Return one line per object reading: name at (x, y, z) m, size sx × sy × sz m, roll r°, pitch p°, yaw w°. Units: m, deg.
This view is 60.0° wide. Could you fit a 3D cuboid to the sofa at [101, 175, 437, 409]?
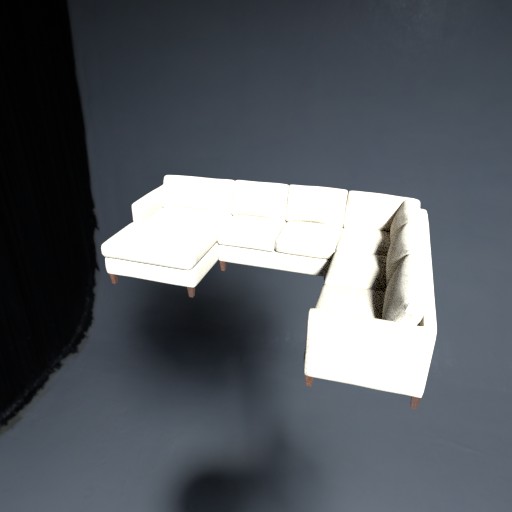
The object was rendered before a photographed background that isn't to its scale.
sofa at (0.000, 0.000, 4.723) m, size 3.460 × 0.959 × 2.593 m, roll 8°, pitch 28°, yaw 15°
